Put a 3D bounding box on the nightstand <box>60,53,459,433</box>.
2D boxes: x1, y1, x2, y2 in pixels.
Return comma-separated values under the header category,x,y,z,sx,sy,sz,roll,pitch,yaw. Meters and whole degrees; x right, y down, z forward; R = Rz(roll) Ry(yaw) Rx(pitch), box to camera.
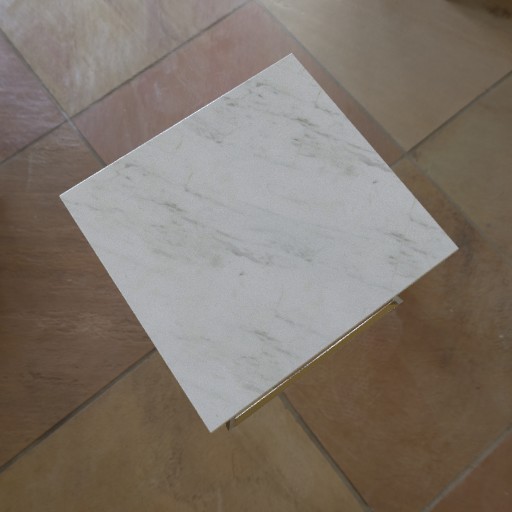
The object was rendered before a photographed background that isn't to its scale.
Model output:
category,x,y,z,sx,sy,sz,roll,pitch,yaw
nightstand,0.000,0.000,0.899,0.513,0.426,0.514,-34,78,-8
